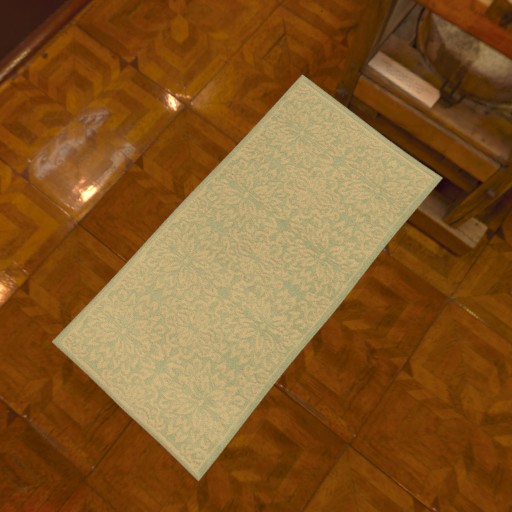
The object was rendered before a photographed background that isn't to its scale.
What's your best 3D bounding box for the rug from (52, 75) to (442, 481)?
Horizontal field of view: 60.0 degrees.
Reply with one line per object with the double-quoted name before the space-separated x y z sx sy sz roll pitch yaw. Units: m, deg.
"rug" 0.000 0.000 1.416 0.604 0.007 1.219 40 80 9
